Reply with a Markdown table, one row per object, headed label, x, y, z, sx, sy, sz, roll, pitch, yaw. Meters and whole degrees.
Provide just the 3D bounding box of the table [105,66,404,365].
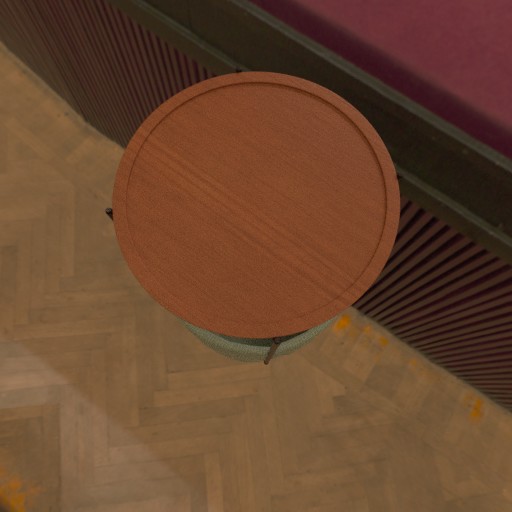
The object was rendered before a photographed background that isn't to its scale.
| label | x | y | z | sx | sy | sz | roll | pitch | yaw |
| --- | --- | --- | --- | --- | --- | --- | --- | --- | --- |
| table | 0.000 | 0.000 | 0.892 | 0.400 | 0.623 | 0.400 | 36 | 77 | 10 |
